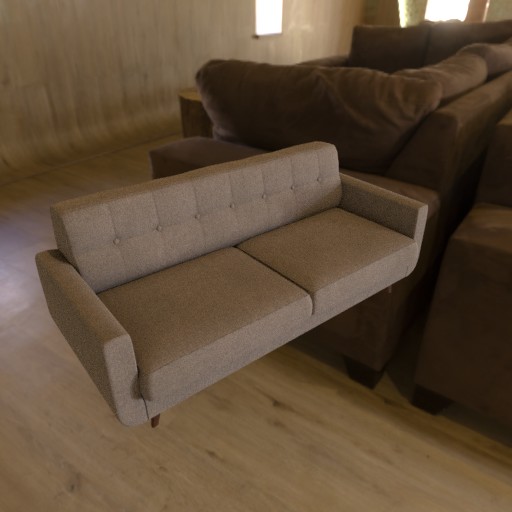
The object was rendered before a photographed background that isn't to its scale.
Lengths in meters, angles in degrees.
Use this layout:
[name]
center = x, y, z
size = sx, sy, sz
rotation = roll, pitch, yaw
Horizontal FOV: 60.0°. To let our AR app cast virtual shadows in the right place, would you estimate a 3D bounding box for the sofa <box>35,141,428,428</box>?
[sofa]
center = 0.000, 0.000, 2.452
size = 2.029, 0.841, 0.909
rotation = -22, 36, -33
